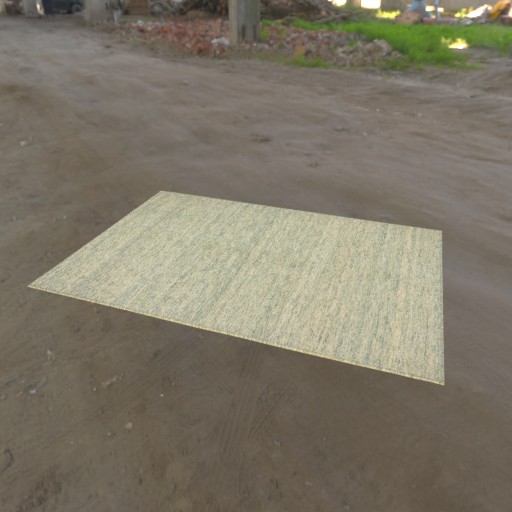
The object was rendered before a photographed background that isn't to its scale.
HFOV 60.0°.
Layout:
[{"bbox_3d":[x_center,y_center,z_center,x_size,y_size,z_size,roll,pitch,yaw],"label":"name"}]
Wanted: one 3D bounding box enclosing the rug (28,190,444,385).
[{"bbox_3d":[0.000,0.000,2.336,1.850,0.015,1.250,10,32,17],"label":"rug"}]
